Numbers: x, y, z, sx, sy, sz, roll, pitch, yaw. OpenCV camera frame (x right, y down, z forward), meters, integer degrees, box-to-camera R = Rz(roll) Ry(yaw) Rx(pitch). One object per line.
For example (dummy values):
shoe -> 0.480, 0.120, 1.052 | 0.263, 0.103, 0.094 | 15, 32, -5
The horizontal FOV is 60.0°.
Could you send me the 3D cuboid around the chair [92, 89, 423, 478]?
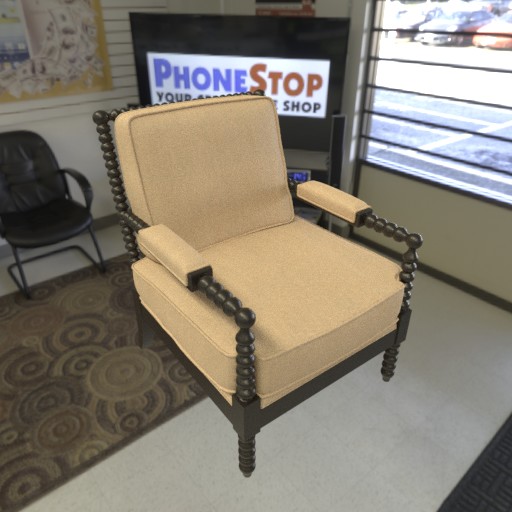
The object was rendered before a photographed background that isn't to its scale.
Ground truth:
chair -> 0.000, 0.000, 1.158 | 0.555, 0.703, 0.657 | -20, 36, -31
